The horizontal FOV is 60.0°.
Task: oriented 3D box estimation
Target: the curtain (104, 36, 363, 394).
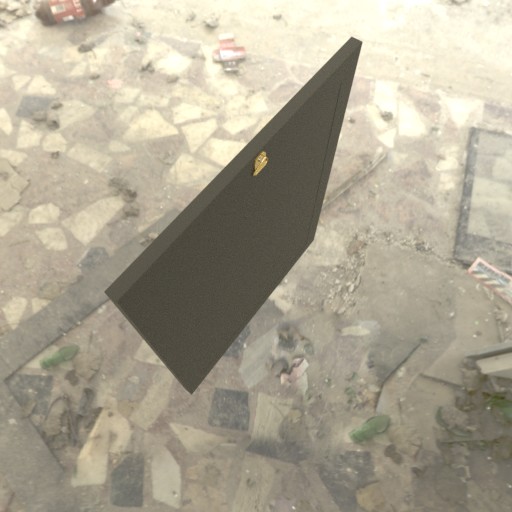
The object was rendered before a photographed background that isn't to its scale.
[{"bbox_3d":[0.000,0.000,0.799,0.027,0.585,0.483,34,69,15],"label":"curtain"}]
